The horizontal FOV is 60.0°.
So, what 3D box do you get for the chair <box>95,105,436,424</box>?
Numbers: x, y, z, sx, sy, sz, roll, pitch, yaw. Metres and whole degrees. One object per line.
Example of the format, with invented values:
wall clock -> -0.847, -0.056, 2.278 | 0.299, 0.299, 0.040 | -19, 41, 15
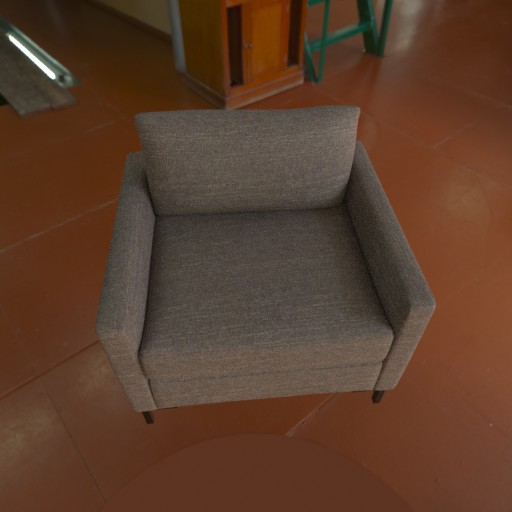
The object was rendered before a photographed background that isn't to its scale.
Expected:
chair -> 0.000, 0.000, 1.572 | 0.940, 0.841, 0.845 | -4, 47, -4
